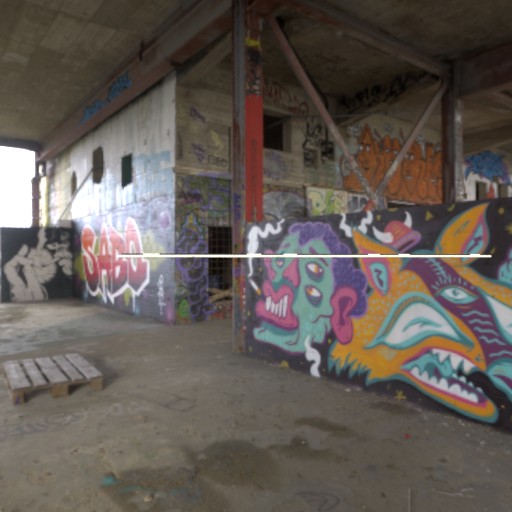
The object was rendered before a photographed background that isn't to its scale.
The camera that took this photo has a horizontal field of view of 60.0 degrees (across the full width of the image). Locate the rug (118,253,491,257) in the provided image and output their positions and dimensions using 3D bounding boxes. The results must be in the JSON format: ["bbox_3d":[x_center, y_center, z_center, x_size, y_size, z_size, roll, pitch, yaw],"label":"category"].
[{"bbox_3d":[0.000,0.000,4.152,2.466,0.021,3.049,0,0,-18],"label":"rug"}]
